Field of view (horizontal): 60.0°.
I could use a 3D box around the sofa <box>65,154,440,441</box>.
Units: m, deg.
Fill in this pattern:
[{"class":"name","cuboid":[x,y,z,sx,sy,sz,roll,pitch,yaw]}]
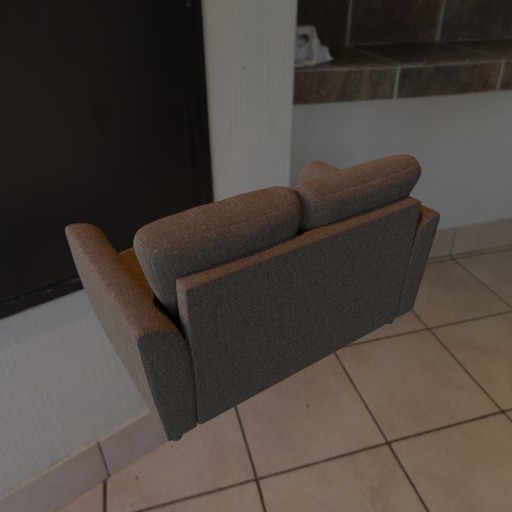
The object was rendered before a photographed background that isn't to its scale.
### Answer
[{"class":"sofa","cuboid":[0.000,0.000,2.022,1.423,0.885,0.851,-20,38,-28]}]
